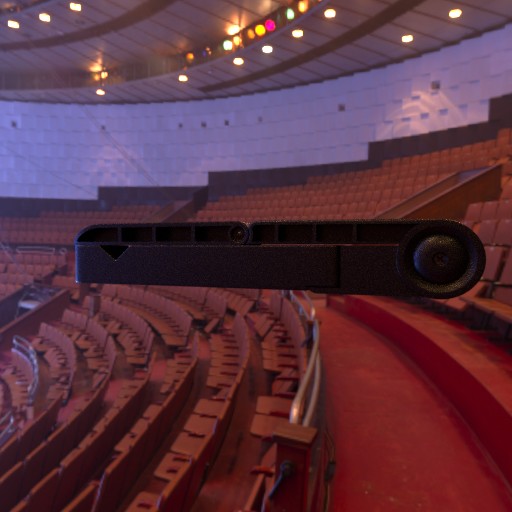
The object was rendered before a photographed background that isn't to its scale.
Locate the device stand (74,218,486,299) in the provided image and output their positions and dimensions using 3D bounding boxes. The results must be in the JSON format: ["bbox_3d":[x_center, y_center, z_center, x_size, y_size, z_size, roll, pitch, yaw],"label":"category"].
[{"bbox_3d":[0.000,0.000,0.196,0.179,0.030,0.026,0,1,19],"label":"device stand"}]
